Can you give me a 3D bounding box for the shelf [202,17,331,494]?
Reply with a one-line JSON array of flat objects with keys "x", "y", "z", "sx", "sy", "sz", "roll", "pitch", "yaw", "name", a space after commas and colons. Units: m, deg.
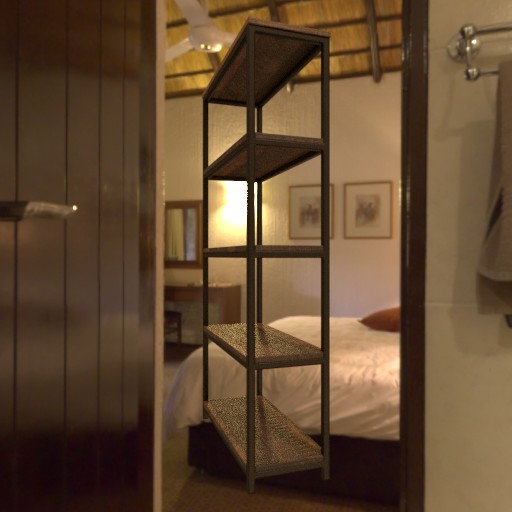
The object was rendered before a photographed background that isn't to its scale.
[{"x": 0.000, "y": 0.000, "z": 2.196, "sx": 0.359, "sy": 1.860, "sz": 0.874, "roll": 0, "pitch": 0, "yaw": -19, "name": "shelf"}]
